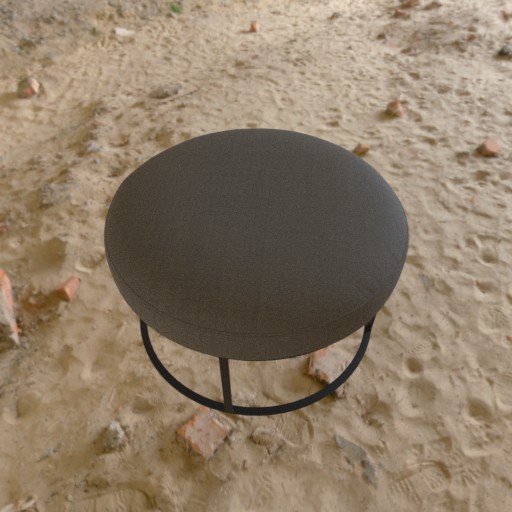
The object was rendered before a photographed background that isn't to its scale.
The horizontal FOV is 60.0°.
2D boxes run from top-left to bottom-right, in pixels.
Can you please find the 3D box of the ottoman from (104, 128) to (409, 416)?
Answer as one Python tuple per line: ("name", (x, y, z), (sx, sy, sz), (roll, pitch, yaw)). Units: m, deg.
("ottoman", (0.000, 0.000, 1.255), (0.772, 0.460, 0.772), (0, 47, 0))
